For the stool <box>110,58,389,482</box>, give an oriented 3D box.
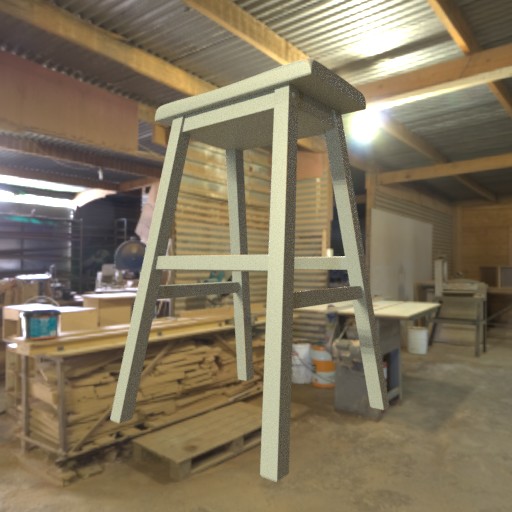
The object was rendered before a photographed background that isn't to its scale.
[{"bbox_3d":[0.000,0.000,1.044,0.457,0.737,0.476,-1,-1,38],"label":"stool"}]
